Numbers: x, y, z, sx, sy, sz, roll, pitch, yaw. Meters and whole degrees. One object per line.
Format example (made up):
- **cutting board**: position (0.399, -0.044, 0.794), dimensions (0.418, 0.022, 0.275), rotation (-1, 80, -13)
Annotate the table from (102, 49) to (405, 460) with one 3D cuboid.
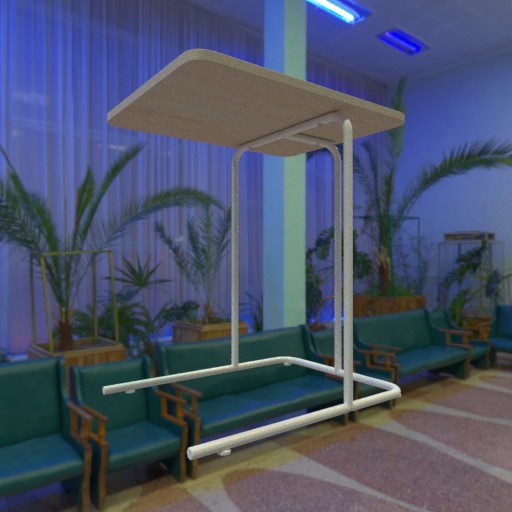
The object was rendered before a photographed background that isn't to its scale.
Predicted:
- **table**: position (0.000, 0.000, 0.870), dimensions (0.480, 0.550, 0.370), rotation (0, -1, -37)
